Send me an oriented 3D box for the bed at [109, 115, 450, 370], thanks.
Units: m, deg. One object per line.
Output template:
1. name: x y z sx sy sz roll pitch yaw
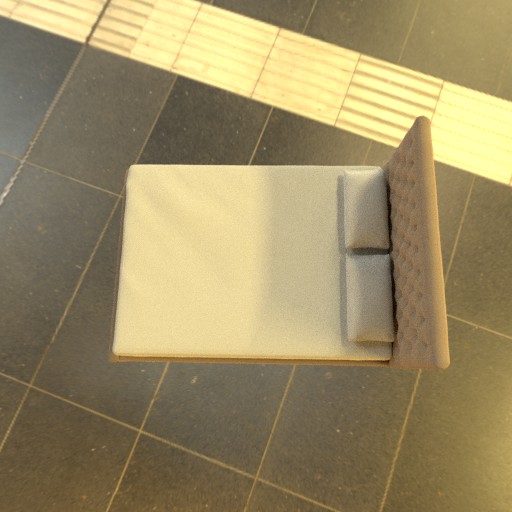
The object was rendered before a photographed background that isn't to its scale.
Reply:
1. bed: 0.000 0.000 3.518 2.387 1.427 1.698 1 77 0
